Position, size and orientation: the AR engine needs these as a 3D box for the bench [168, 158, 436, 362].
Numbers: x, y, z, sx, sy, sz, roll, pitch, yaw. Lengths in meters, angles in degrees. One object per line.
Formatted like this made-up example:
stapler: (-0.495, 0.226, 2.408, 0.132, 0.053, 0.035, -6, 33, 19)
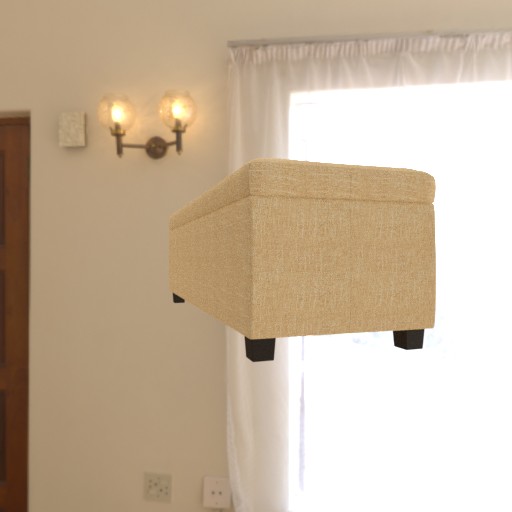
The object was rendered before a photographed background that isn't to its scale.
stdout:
bench: (0.000, 0.000, 1.458, 0.432, 0.406, 1.219, 0, 0, -18)
